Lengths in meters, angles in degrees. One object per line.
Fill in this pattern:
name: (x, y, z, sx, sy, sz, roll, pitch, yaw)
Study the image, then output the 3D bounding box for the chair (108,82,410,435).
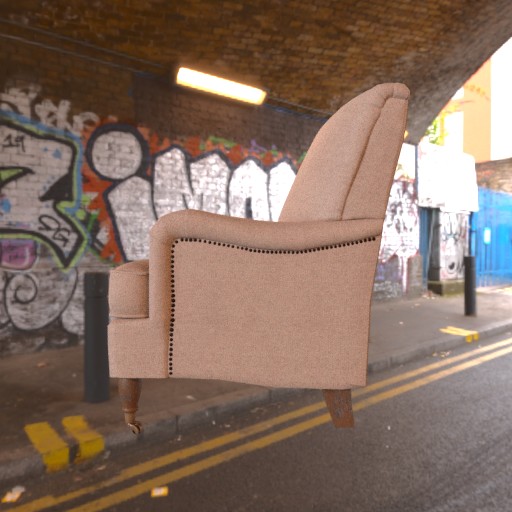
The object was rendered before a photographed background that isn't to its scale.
chair: (0.000, 0.000, 1.769, 0.953, 1.119, 0.879, 0, 1, 0)
